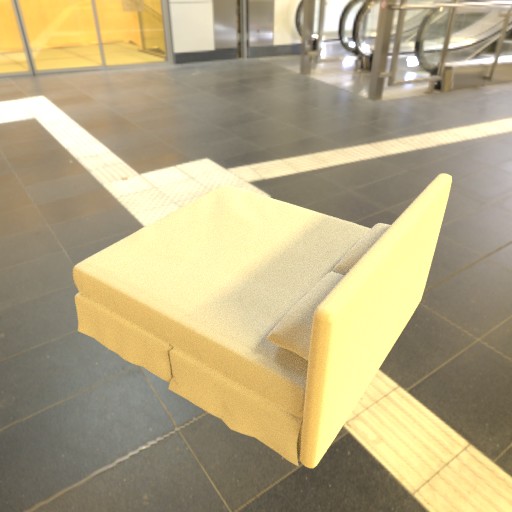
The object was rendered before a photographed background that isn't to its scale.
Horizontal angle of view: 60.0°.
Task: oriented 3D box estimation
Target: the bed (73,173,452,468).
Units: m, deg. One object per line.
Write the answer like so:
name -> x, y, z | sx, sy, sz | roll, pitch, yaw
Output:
bed -> 0.000, 0.000, 3.631 | 2.341, 1.317, 2.119 | 21, 39, 29
